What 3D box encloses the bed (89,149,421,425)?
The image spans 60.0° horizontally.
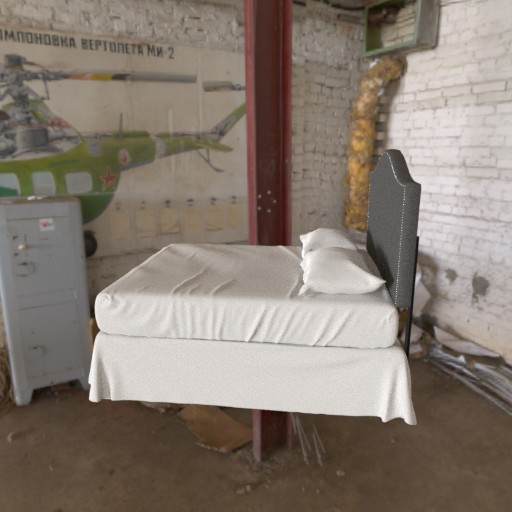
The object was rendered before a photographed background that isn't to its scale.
[{"bbox_3d":[0.000,0.000,3.500,2.221,1.645,1.876,2,14,7],"label":"bed"}]
